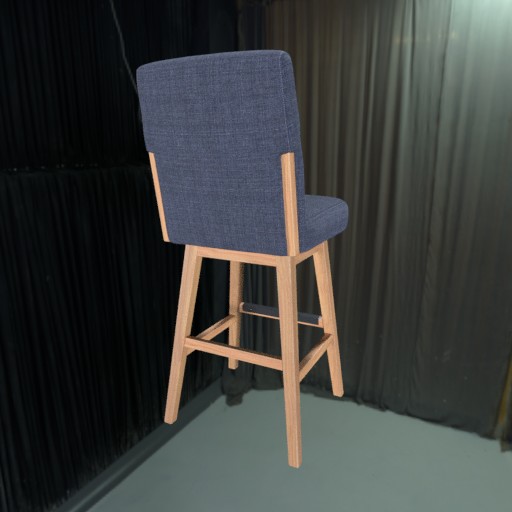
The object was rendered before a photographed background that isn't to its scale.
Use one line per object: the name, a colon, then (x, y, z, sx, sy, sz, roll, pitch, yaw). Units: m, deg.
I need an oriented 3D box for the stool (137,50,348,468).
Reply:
stool: (0.000, 0.000, 1.417, 0.483, 1.112, 0.570, 7, 16, 27)
